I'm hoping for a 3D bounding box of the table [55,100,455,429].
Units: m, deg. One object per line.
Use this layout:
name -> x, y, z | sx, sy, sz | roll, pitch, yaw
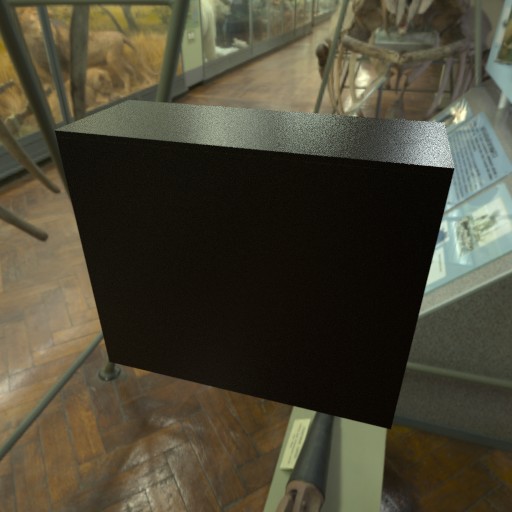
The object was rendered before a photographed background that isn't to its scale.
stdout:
table -> 0.000, 0.000, 1.346 | 0.930, 0.790, 0.380 | 9, 33, 14
